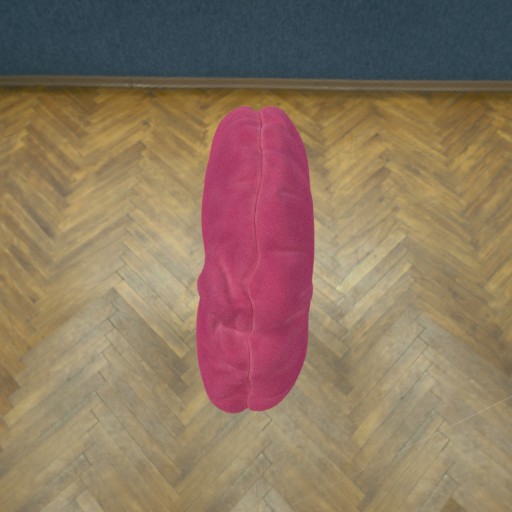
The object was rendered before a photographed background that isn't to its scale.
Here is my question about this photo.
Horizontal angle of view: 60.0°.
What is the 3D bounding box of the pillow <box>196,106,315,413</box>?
[{"bbox_3d":[0.000,0.000,0.641,0.148,0.407,0.428,2,59,1],"label":"pillow"}]
